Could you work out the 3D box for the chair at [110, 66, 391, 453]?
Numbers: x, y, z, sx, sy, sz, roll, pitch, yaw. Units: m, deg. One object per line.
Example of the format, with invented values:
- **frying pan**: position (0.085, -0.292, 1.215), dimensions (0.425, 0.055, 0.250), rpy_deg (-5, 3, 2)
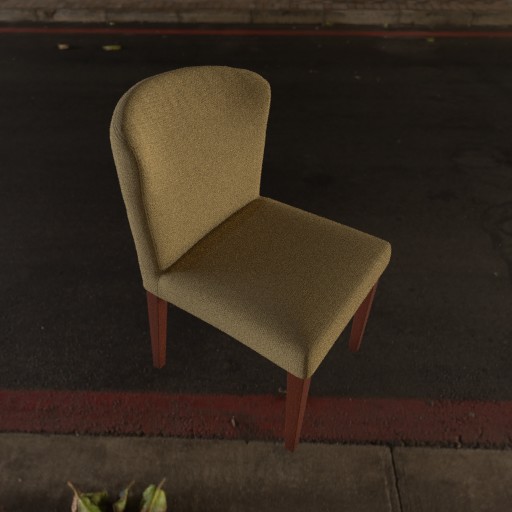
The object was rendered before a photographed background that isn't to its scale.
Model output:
- **chair**: position (0.000, 0.000, 1.179), dimensions (0.589, 0.839, 0.491), rpy_deg (24, 45, 25)
